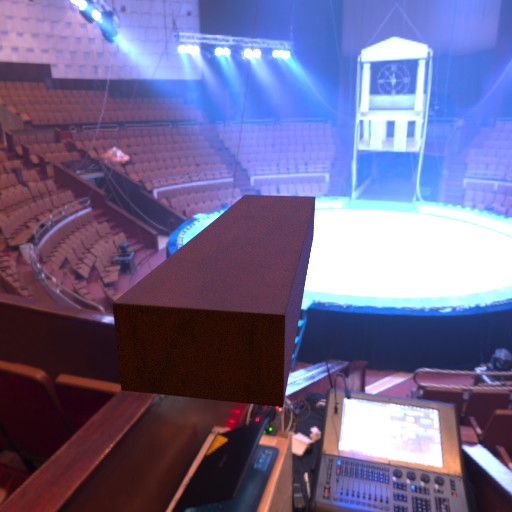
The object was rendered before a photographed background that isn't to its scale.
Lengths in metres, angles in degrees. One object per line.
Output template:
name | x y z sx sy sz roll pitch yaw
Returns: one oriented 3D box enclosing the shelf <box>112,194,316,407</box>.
shelf | 0.000 0.000 0.675 0.152 0.088 0.607 3 17 9
